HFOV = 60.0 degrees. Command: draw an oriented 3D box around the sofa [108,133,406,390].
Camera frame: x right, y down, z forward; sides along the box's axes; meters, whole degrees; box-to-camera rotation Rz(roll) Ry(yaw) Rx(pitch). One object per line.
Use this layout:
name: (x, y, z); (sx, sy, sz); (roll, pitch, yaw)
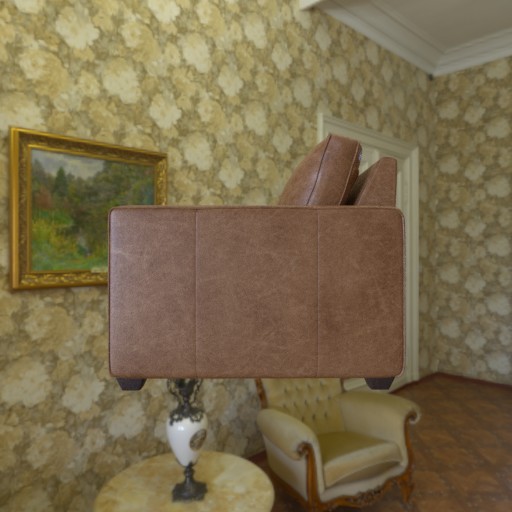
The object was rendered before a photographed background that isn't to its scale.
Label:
sofa: (0.000, 0.000, 2.181); (1.020, 0.896, 1.532); (0, 0, 0)
